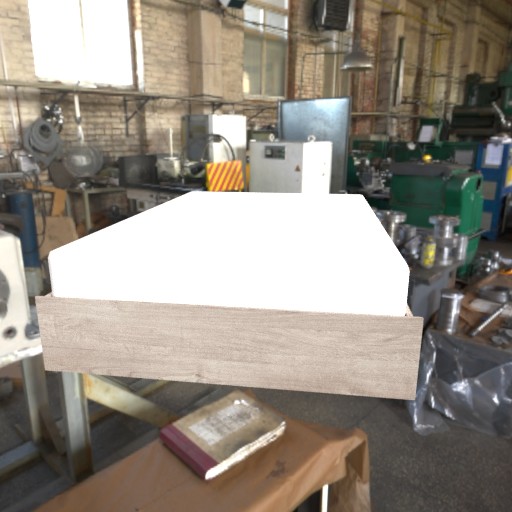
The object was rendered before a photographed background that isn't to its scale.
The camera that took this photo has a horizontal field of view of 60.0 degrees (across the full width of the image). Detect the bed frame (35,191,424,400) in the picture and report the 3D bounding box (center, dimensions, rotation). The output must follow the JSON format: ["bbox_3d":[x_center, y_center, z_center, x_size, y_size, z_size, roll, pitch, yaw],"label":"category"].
[{"bbox_3d":[0.000,0.000,2.562,1.445,0.497,1.945,2,15,8],"label":"bed frame"}]
